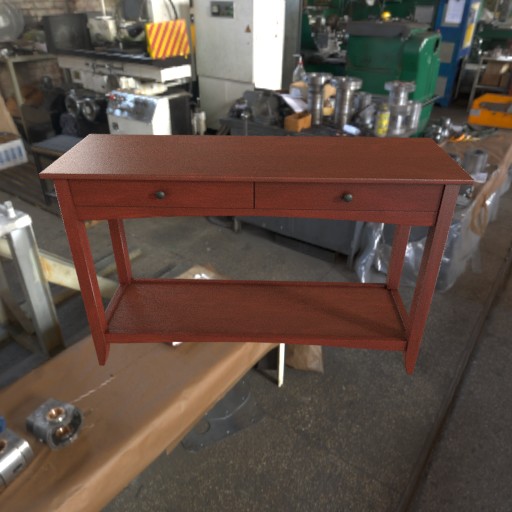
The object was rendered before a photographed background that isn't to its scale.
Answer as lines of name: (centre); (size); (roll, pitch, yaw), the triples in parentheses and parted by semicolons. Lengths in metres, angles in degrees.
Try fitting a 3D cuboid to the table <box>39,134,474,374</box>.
table: (0.000, 0.000, 1.562); (1.188, 0.739, 0.392); (1, 31, 2)
